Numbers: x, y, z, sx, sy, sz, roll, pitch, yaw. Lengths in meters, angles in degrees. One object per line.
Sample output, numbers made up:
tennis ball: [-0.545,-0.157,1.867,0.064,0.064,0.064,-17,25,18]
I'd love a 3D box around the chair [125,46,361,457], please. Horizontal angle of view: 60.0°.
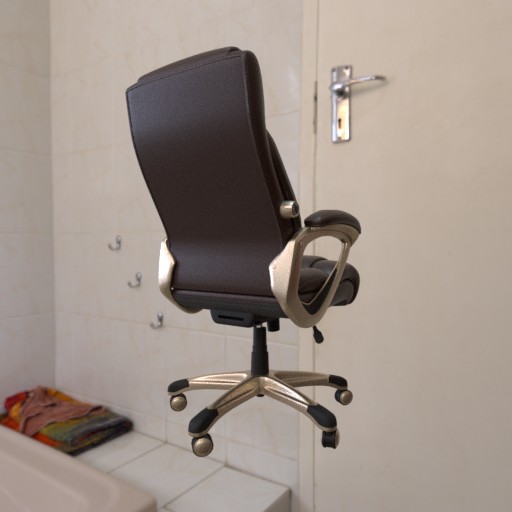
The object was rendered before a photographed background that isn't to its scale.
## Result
chair: [0.000,0.000,1.597,0.692,1.194,0.749,1,2,36]
